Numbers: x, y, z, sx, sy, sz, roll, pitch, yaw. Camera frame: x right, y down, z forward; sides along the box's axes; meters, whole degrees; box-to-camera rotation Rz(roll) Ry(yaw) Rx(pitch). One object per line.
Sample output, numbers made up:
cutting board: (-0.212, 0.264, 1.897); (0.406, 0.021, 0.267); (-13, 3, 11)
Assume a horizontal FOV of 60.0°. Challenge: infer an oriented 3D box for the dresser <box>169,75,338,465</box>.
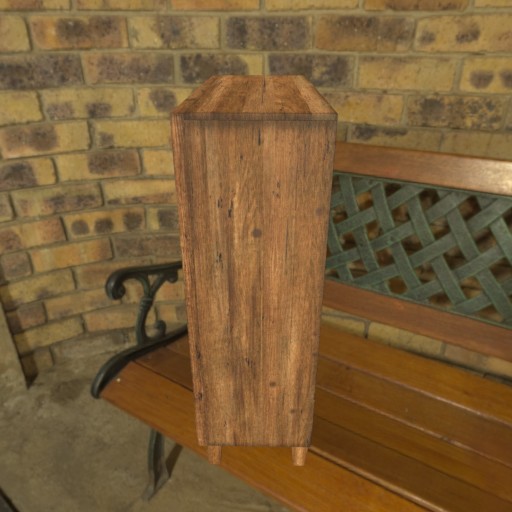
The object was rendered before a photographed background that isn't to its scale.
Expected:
dresser: (0.000, 0.000, 1.913); (0.438, 1.359, 1.067); (0, 27, 1)
